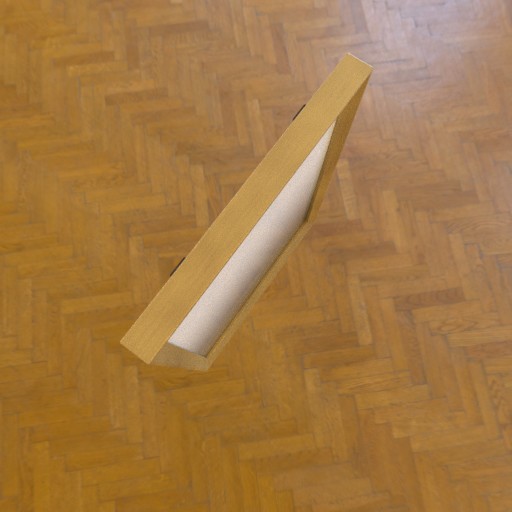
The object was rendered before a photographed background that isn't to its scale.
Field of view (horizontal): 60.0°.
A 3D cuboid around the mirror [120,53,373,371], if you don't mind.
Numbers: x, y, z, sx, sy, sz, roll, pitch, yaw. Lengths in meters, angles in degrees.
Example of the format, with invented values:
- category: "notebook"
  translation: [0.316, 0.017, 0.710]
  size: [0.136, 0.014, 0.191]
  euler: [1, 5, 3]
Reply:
- category: "mirror"
  translation: [0.000, 0.000, 0.710]
  size: [0.041, 0.509, 0.406]
  euler: [35, 77, 9]
